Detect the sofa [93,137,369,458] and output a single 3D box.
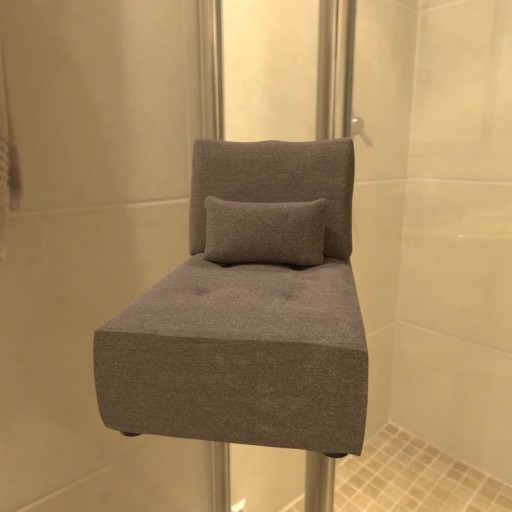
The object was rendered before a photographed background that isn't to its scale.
[{"bbox_3d":[0.000,0.000,1.535,0.700,0.820,1.000,2,13,9],"label":"sofa"}]
